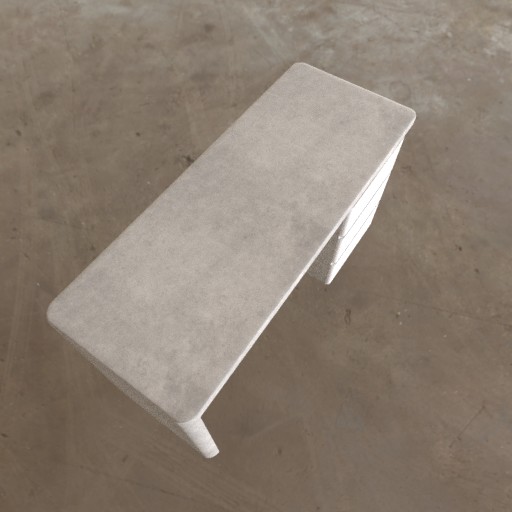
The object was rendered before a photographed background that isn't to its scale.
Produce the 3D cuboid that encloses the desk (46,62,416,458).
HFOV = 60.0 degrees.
[{"bbox_3d":[0.000,0.000,1.807,0.550,0.755,1.400,31,64,17],"label":"desk"}]
